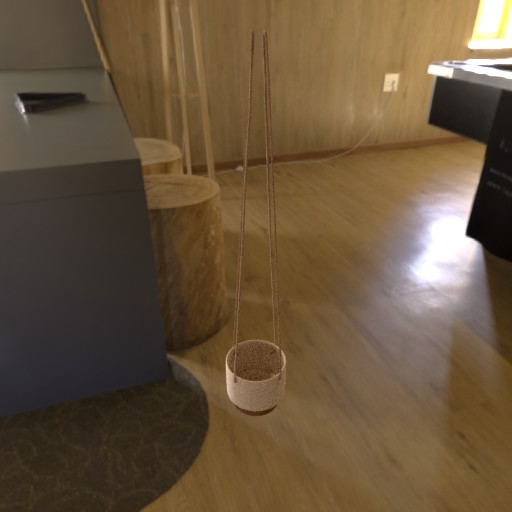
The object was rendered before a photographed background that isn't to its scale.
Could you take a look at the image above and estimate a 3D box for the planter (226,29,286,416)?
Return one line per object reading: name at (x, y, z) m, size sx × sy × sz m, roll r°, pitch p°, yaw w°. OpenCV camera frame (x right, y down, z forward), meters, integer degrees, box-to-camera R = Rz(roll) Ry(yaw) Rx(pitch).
planter at (0.000, 0.000, 0.922) m, size 0.146 × 0.841 × 0.146 m, roll -2°, pitch 30°, yaw -4°
